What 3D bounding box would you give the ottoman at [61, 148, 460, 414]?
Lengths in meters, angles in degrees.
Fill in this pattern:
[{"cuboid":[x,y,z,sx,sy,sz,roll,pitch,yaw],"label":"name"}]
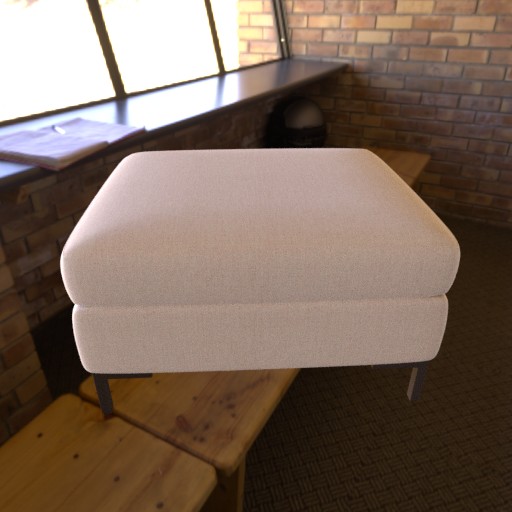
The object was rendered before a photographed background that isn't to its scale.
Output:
[{"cuboid":[0.000,0.000,1.188,0.794,0.453,0.657,-1,30,-3],"label":"ottoman"}]
